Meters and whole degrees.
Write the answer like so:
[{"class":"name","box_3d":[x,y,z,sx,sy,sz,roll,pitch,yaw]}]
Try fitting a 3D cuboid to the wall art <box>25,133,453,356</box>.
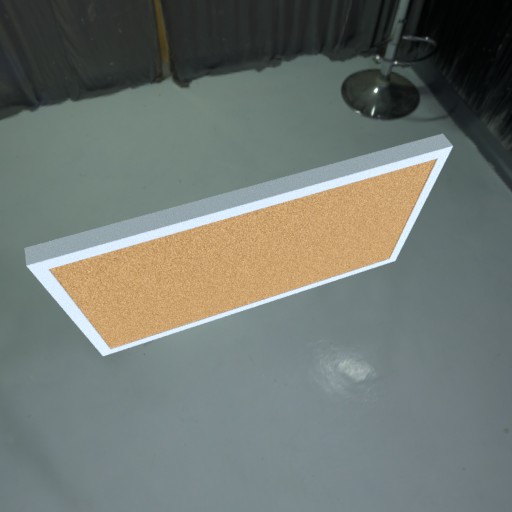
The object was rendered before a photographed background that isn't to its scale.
[{"class":"wall art","box_3d":[0.000,0.000,0.990,0.812,0.431,0.038,-17,59,-10]}]
